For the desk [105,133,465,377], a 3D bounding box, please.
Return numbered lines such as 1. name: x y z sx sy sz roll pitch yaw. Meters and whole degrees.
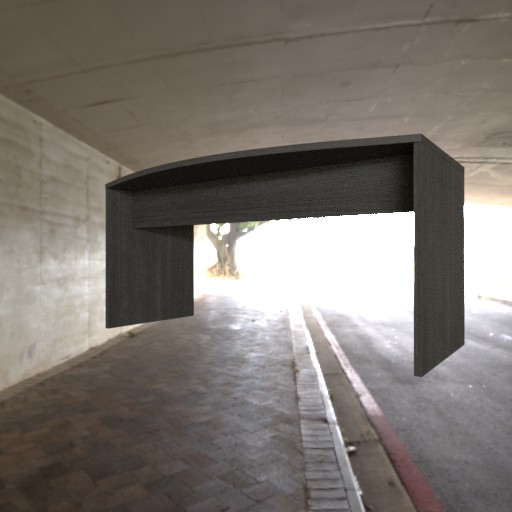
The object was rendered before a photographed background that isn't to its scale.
1. desk: 0.000 0.000 2.022 1.600 0.750 0.802 0 0 36
